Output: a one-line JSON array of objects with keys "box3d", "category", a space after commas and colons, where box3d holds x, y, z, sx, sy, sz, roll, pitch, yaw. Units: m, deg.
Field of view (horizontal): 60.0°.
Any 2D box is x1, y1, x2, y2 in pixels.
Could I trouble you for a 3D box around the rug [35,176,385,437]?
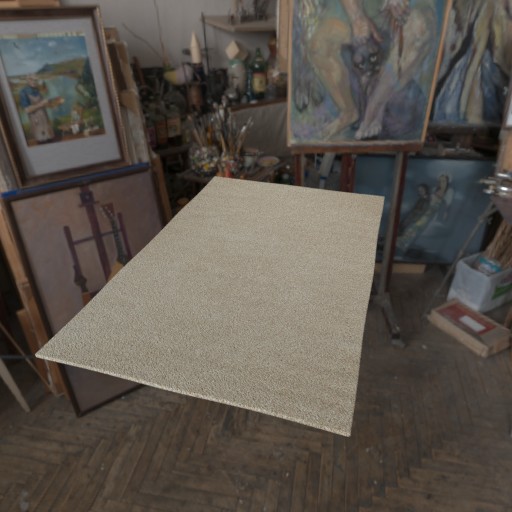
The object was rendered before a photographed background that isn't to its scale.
[{"box3d": [0.000, 0.000, 2.895, 1.500, 0.025, 2.346, 9, 33, 14], "category": "rug"}]
